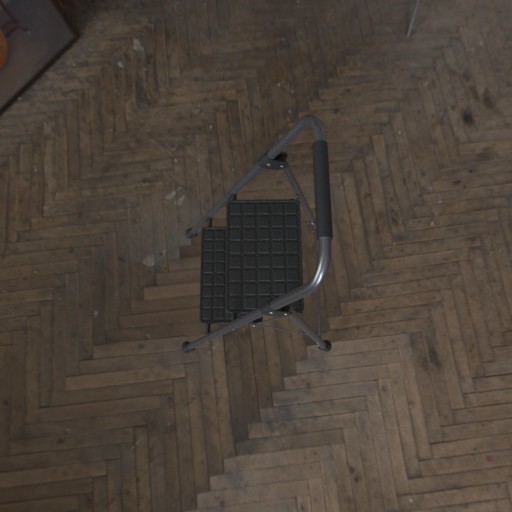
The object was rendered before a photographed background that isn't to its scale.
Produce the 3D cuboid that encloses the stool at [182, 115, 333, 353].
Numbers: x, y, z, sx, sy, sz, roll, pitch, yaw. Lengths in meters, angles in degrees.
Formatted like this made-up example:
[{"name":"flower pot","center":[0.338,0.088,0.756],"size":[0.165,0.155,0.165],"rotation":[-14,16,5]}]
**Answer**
[{"name":"stool","center":[0.000,0.000,1.155],"size":[0.514,0.872,0.450],"rotation":[-1,75,0]}]
